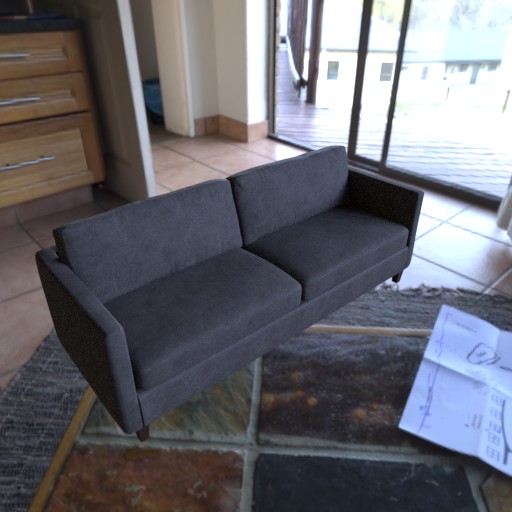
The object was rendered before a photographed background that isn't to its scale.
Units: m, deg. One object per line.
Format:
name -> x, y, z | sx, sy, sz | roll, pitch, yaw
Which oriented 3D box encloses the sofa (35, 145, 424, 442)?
sofa -> 0.000, 0.000, 2.923 | 2.434, 0.965, 0.951 | -23, 38, -34
